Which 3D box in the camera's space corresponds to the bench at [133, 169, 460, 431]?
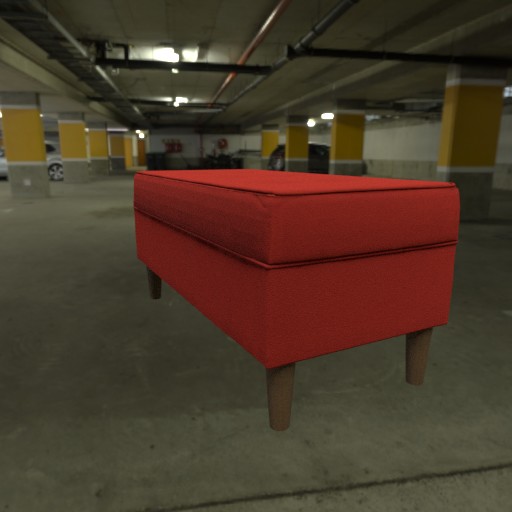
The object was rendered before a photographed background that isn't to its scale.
[{"bbox_3d":[0.000,0.000,1.316,0.492,0.471,1.016,-7,15,-27],"label":"bench"}]
